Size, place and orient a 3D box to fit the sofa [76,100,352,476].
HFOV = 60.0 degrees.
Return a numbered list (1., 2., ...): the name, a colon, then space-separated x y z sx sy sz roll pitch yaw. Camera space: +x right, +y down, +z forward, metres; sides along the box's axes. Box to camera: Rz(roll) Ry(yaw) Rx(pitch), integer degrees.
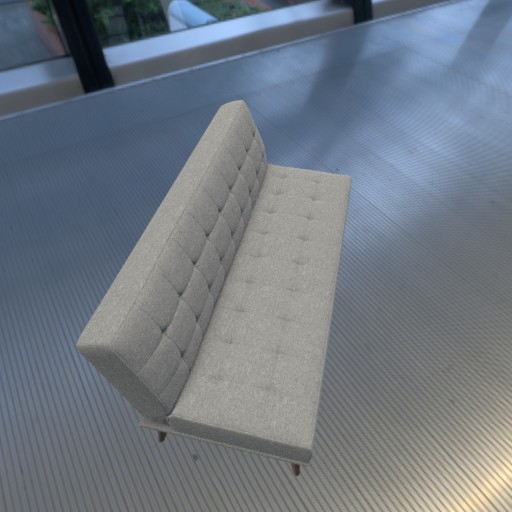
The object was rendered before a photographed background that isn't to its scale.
1. sofa: 0.000 0.000 2.291 0.860 0.810 1.800 10 46 9
